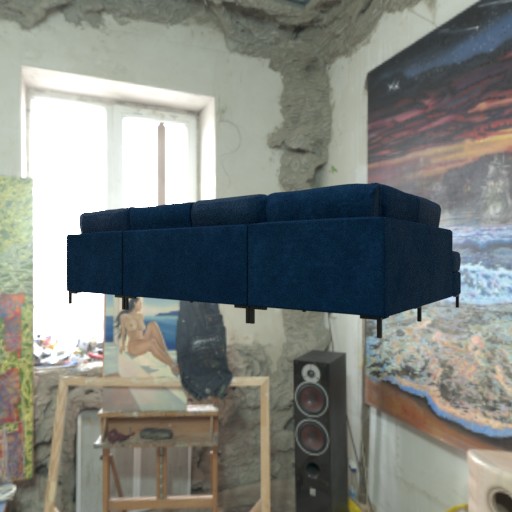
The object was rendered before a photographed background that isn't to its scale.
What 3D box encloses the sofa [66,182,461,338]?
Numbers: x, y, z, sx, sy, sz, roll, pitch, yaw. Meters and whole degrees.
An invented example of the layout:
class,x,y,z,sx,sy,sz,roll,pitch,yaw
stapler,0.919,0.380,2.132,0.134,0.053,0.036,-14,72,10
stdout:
class,x,y,z,sx,sy,sz,roll,pitch,yaw
sofa,0.000,0.000,4.451,3.434,0.992,2.055,0,0,36
